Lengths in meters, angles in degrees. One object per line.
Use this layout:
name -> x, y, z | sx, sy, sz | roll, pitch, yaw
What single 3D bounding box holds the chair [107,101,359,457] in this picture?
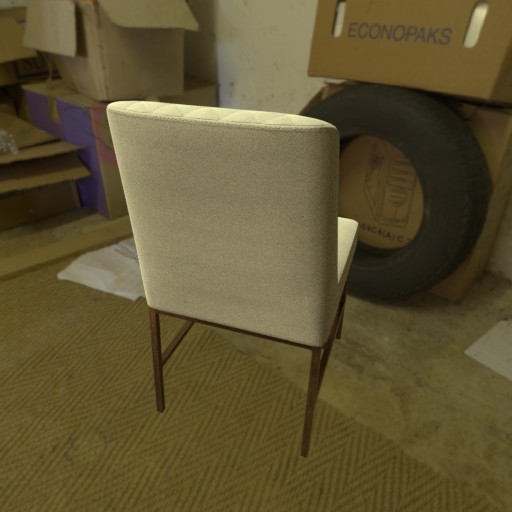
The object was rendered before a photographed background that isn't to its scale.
chair -> 0.000, 0.000, 1.250 | 0.503, 0.933, 0.597 | 10, 33, 16
